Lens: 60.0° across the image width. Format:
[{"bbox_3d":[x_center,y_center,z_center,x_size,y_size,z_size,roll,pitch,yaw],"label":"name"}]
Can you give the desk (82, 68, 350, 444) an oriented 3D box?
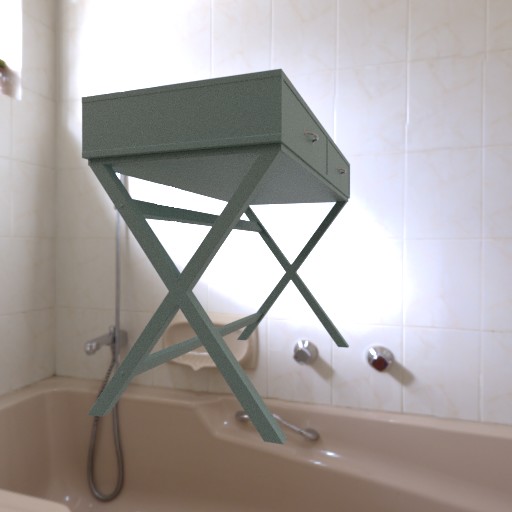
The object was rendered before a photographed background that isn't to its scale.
[{"bbox_3d":[0.000,0.000,1.490,0.525,0.780,1.057,0,1,19],"label":"desk"}]
